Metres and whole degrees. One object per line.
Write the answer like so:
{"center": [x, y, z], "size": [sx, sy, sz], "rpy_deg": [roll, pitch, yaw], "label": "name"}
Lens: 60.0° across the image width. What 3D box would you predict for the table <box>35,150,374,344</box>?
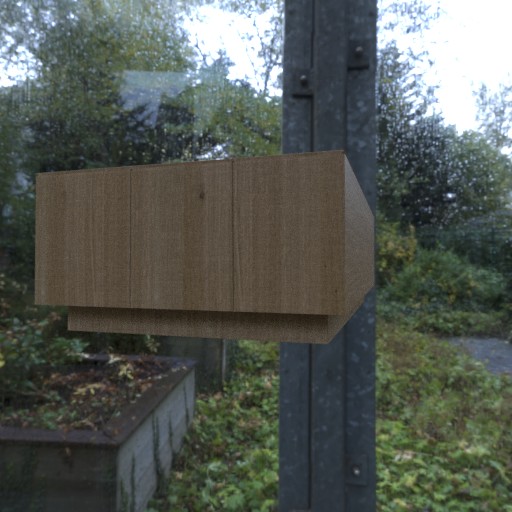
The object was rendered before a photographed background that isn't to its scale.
{"center": [0.000, 0.000, 1.410], "size": [0.678, 0.353, 1.110], "rpy_deg": [0, -1, 17], "label": "table"}
